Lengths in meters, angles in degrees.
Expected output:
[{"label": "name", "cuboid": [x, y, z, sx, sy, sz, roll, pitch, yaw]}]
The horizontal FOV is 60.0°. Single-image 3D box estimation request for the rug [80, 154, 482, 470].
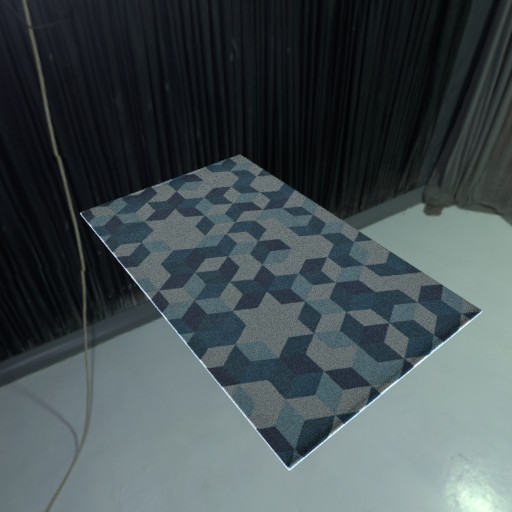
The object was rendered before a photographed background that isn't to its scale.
[{"label": "rug", "cuboid": [0.000, 0.000, 3.011, 1.518, 0.015, 2.438, -27, 47, -28]}]
